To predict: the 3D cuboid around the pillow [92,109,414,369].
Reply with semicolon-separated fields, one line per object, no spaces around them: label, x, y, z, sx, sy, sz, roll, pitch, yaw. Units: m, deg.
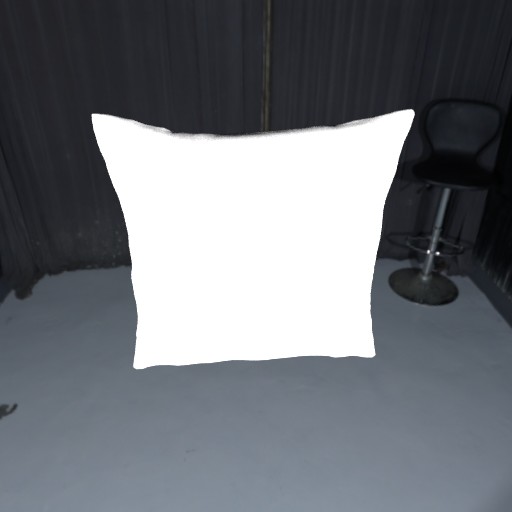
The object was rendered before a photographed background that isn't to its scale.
pillow;0.000;0.000;0.694;0.433;0.436;0.173;-2;30;-3
